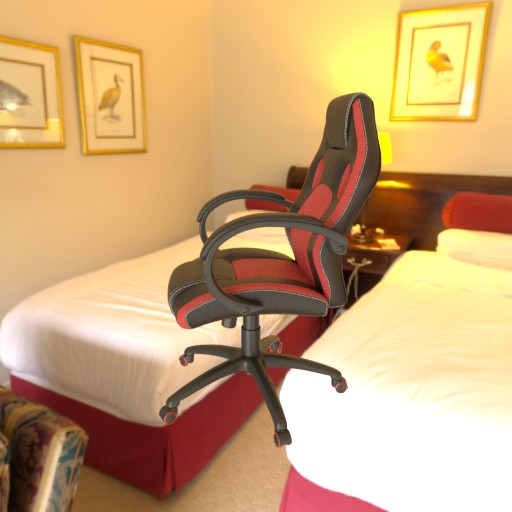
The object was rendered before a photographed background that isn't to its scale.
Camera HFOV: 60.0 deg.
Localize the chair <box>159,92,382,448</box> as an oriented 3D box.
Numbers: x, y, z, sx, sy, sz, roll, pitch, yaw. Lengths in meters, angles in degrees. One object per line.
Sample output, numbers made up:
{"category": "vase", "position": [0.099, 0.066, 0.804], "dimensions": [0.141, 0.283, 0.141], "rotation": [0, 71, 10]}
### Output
{"category": "chair", "position": [0.000, 0.000, 1.712], "dimensions": [0.783, 1.189, 0.750], "rotation": [-2, 16, -8]}
